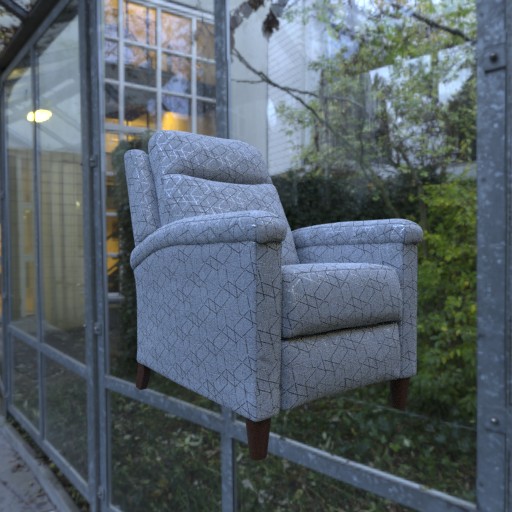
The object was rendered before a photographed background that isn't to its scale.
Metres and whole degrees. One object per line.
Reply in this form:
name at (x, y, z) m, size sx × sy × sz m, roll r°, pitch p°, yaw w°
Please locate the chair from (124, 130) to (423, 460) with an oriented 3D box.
chair at (0.000, 0.000, 1.693) m, size 0.753 × 1.048 × 0.987 m, roll -1°, pitch 1°, yaw -36°
